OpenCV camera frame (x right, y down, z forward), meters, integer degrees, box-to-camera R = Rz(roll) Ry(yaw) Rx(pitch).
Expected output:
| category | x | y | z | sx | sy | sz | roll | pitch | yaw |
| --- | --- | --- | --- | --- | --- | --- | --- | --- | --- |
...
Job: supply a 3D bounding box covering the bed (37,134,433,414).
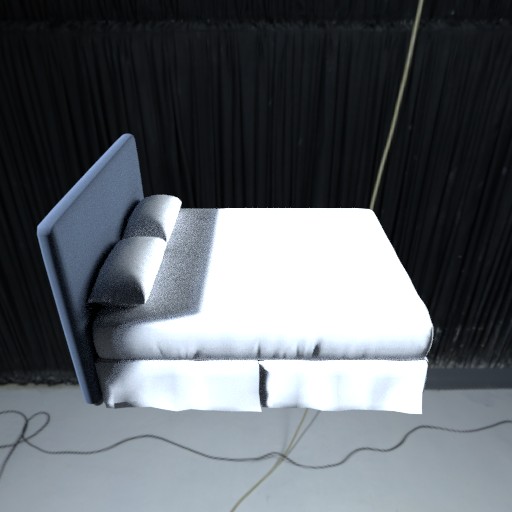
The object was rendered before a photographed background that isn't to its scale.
| category | x | y | z | sx | sy | sz | roll | pitch | yaw |
| --- | --- | --- | --- | --- | --- | --- | --- | --- | --- |
| bed | 0.000 | 0.000 | 3.172 | 2.162 | 1.330 | 1.713 | 0 | 31 | 0 |
